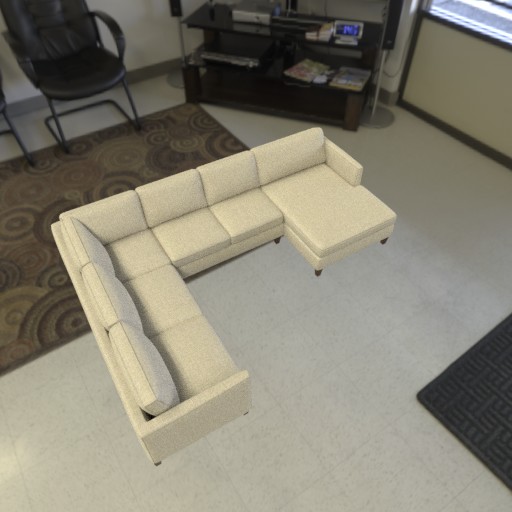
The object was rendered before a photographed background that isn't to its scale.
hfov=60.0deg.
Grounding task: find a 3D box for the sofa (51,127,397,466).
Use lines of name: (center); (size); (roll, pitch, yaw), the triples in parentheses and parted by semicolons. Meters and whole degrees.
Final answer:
sofa: (0.000, 0.000, 4.532); (3.403, 0.889, 2.551); (-24, 52, -21)
